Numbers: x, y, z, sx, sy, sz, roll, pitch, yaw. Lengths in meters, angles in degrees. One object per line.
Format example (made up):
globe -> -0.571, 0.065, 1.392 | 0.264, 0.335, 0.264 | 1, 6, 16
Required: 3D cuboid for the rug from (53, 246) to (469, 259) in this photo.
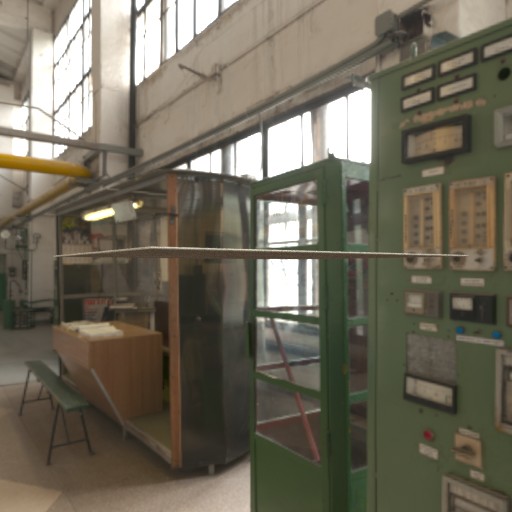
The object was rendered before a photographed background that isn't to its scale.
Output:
rug -> 0.000, 0.000, 4.041 | 2.980, 0.012, 2.363 | 1, -2, -35
